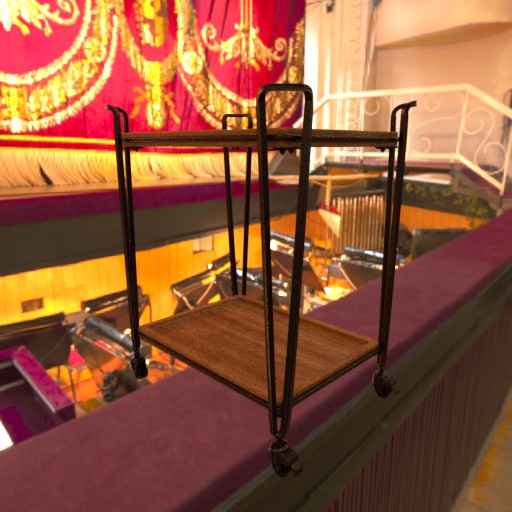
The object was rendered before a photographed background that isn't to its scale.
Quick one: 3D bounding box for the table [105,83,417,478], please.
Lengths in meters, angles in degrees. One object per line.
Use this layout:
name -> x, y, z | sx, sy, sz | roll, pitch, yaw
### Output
table -> 0.000, 0.000, 1.202 | 0.672, 0.785, 0.505 | 14, 20, 43
